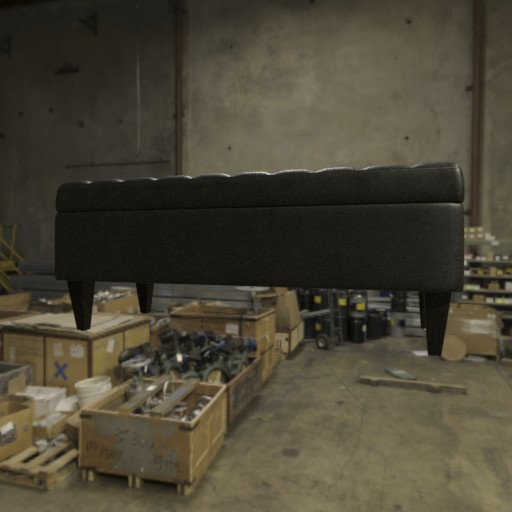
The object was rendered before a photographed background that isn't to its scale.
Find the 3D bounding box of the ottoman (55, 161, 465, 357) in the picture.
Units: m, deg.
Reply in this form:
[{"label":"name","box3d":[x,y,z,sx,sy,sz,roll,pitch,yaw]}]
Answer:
[{"label":"ottoman","box3d":[0.000,0.000,1.398,1.151,0.469,0.482,1,2,18]}]
